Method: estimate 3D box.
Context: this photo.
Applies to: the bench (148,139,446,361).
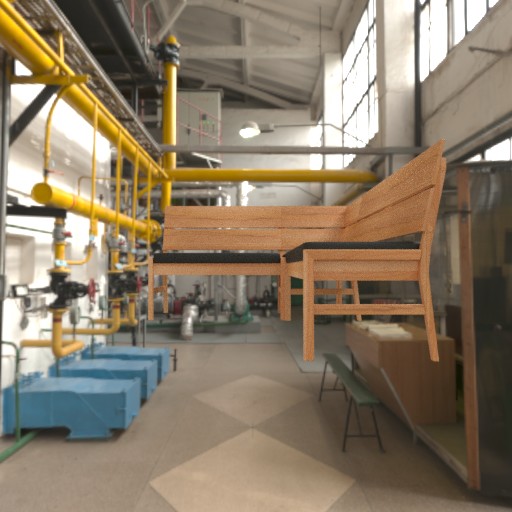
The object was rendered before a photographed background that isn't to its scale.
[{"bbox_3d":[0.000,0.000,2.750,1.548,0.890,1.948,0,-2,1],"label":"bench"}]
